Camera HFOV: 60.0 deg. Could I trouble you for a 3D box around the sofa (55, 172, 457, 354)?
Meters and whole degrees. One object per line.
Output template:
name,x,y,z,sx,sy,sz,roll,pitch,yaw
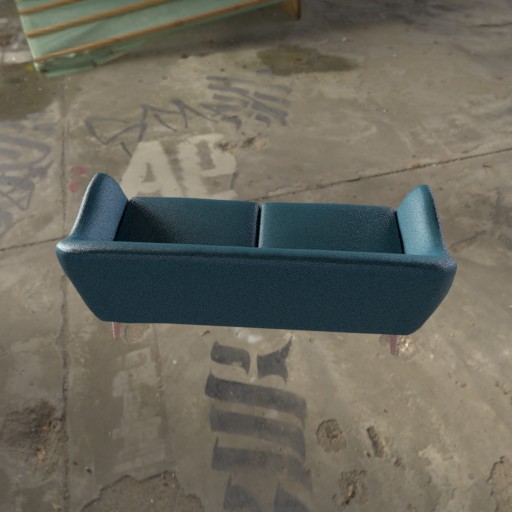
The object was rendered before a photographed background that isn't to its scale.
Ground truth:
sofa,0.000,0.000,2.288,1.840,0.836,0.820,3,47,2
